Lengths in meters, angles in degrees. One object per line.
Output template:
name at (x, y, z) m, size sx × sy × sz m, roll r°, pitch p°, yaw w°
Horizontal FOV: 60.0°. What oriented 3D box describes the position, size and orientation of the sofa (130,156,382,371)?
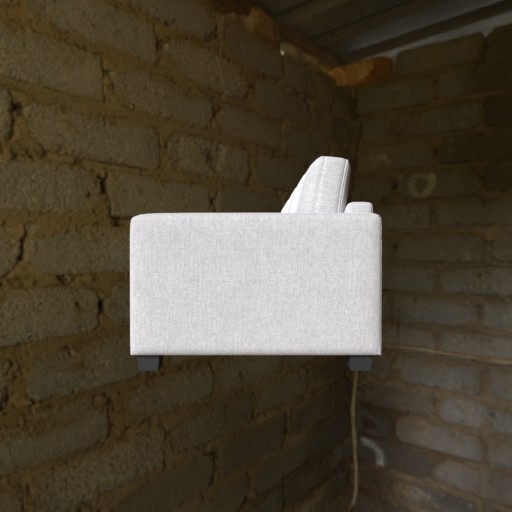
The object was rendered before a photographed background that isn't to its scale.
sofa at (0.000, 0.000, 2.596) m, size 0.900 × 0.800 × 2.120 m, roll 0°, pitch 1°, yaw 0°
